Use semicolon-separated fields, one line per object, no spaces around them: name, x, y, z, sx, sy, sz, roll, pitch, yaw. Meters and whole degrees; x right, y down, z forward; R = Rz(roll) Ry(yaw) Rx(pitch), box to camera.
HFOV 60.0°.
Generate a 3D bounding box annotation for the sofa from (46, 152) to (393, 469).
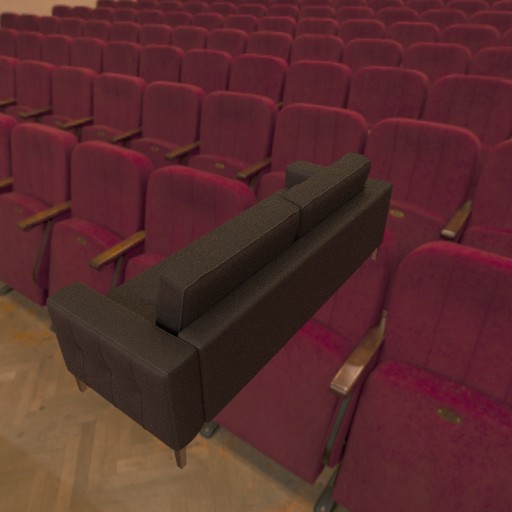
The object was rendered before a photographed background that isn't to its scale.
sofa;0.000;0.000;2.719;0.833;0.893;2.275;22;38;30
